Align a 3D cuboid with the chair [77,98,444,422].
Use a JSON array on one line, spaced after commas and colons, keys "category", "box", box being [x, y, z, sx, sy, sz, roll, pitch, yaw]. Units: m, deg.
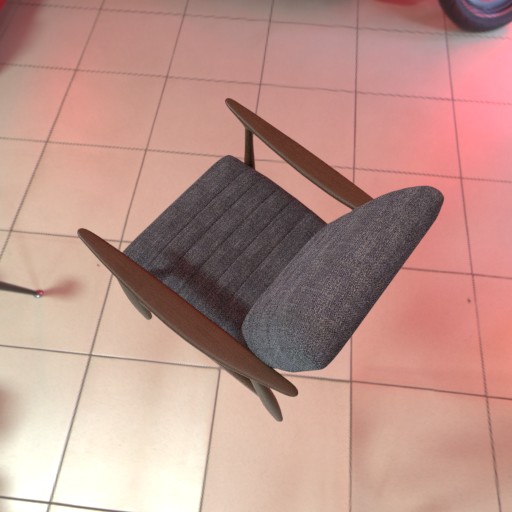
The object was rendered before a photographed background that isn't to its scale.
[{"category": "chair", "box": [0.000, 0.000, 1.463, 0.798, 0.832, 0.741, 36, 69, 16]}]
